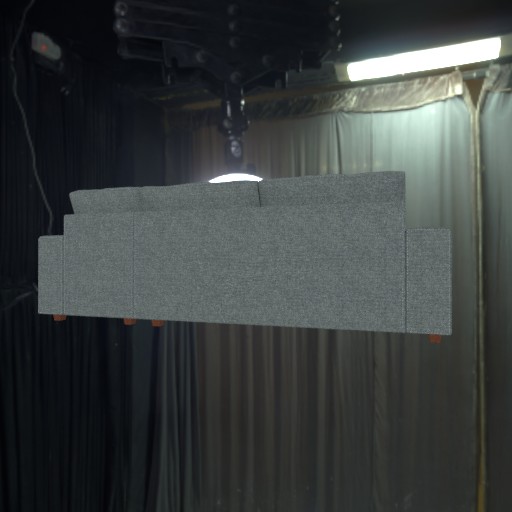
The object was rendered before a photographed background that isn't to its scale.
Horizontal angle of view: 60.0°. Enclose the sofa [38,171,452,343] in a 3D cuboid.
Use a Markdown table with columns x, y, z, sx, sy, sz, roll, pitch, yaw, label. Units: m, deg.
| x | y | z | sx | sy | sz | roll | pitch | yaw | label |
| --- | --- | --- | --- | --- | --- | --- | --- | --- | --- |
| 0.000 | 0.000 | 3.514 | 2.718 | 0.940 | 1.689 | 0 | 0 | 19 | sofa |
